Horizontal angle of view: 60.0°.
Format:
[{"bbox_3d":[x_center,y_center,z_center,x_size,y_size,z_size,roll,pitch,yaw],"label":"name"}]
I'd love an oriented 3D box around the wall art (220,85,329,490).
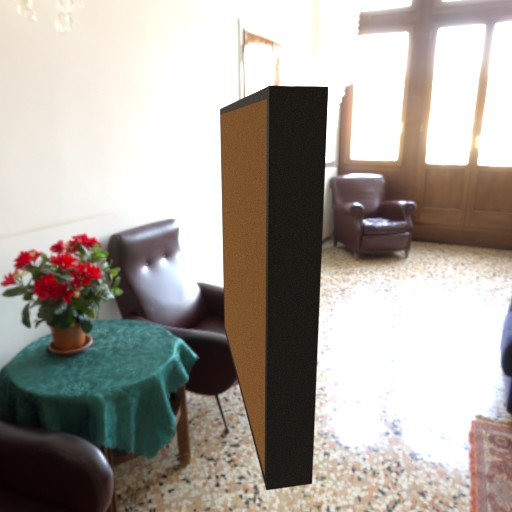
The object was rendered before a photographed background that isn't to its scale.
[{"bbox_3d":[0.000,0.000,0.461,0.038,0.304,0.304,-3,16,-10],"label":"wall art"}]
